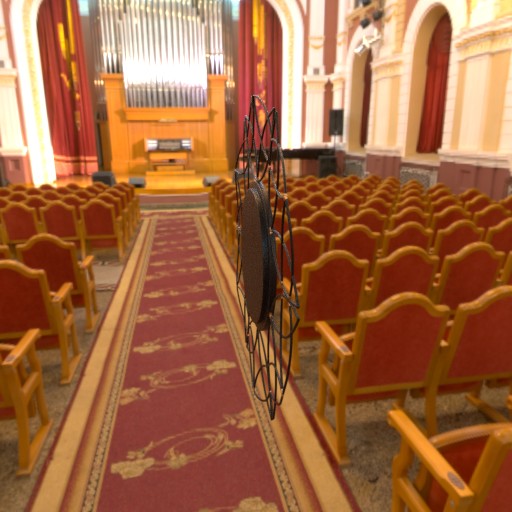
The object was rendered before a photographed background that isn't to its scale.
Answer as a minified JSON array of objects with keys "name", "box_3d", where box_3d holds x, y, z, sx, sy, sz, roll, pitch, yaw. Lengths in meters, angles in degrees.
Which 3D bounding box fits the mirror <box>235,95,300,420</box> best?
[{"name":"mirror","box_3d":[0.000,0.000,1.132,0.028,0.775,0.797,-3,15,-10]}]
